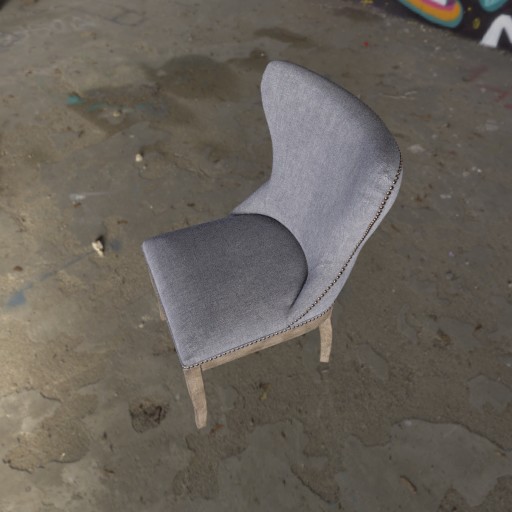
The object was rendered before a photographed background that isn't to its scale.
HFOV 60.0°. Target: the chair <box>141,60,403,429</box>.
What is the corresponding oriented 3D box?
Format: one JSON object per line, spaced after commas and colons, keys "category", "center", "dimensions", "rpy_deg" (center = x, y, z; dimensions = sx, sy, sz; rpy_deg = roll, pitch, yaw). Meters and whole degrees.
{"category": "chair", "center": [0.000, 0.000, 1.469], "dimensions": [0.681, 1.002, 0.654], "rpy_deg": [-17, 49, -15]}
